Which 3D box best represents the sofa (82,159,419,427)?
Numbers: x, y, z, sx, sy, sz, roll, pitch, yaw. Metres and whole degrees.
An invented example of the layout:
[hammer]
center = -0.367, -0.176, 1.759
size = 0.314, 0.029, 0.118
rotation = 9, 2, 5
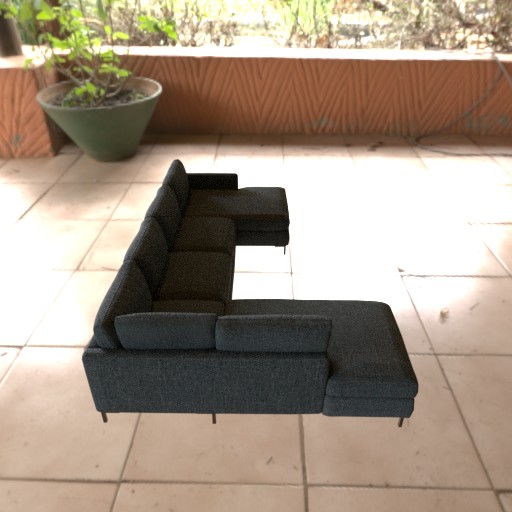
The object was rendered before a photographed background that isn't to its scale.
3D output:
[sofa]
center = 0.000, 0.000, 3.611
size = 1.879, 0.753, 2.737
rotation = 0, 32, 1
